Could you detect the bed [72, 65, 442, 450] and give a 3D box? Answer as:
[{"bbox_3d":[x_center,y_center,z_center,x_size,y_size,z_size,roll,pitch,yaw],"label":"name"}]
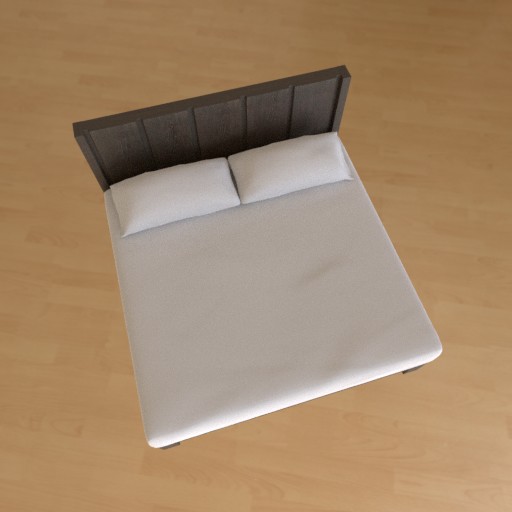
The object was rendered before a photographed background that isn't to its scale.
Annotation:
[{"bbox_3d":[0.000,0.000,3.447,2.143,1.261,2.238,-15,64,-7],"label":"bed"}]
